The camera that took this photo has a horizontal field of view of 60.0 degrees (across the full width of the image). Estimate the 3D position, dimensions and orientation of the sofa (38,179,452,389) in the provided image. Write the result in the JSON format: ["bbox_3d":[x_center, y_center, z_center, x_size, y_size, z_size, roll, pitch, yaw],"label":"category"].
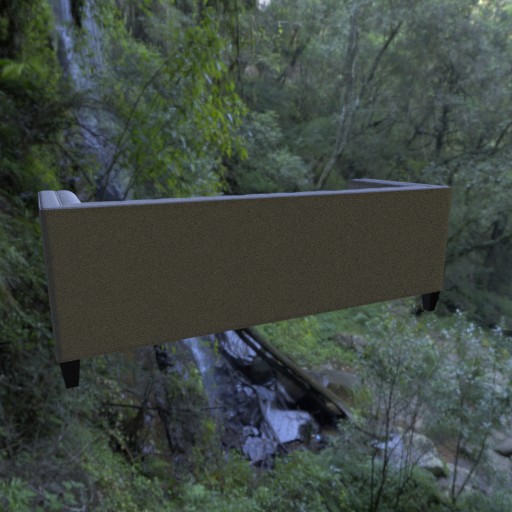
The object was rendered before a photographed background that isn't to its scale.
[{"bbox_3d":[0.000,0.000,2.521,2.159,0.762,0.775,-7,15,-25],"label":"sofa"}]
